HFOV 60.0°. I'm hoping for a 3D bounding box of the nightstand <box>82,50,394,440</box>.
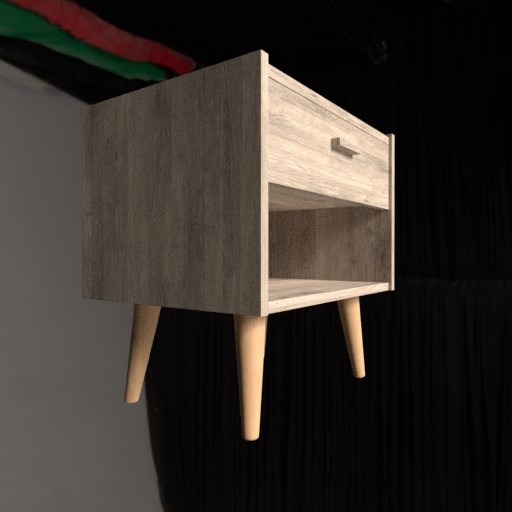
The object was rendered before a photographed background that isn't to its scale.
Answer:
[{"bbox_3d":[0.000,0.000,0.834,0.380,0.500,0.480,0,0,36],"label":"nightstand"}]
